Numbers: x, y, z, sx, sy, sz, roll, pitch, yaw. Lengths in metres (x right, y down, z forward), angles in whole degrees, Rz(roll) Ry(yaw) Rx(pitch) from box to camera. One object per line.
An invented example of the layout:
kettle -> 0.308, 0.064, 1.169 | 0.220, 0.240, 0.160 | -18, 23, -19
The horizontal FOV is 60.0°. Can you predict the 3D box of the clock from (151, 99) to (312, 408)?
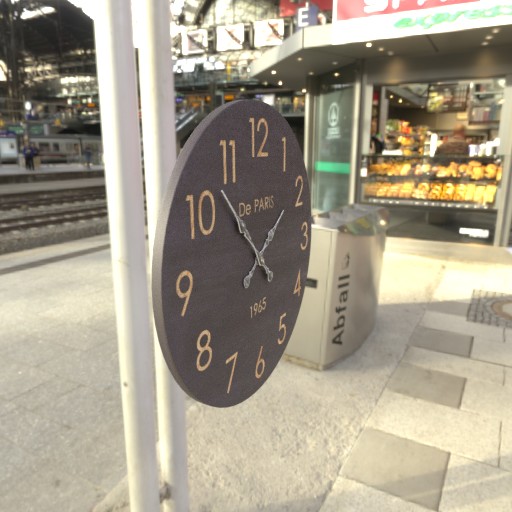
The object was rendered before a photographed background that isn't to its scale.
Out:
clock -> 0.000, 0.000, 0.893 | 0.029, 0.595, 0.595 | 7, 15, 27
